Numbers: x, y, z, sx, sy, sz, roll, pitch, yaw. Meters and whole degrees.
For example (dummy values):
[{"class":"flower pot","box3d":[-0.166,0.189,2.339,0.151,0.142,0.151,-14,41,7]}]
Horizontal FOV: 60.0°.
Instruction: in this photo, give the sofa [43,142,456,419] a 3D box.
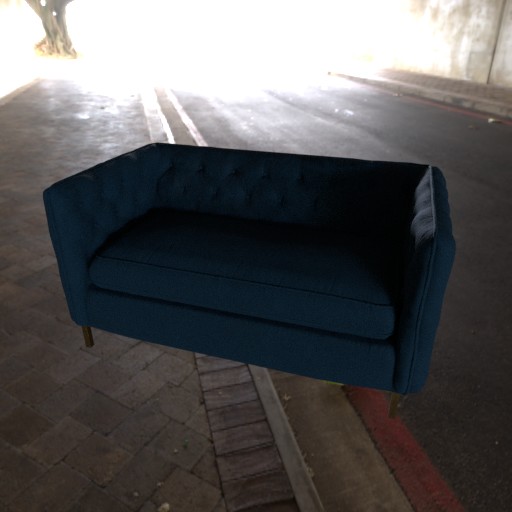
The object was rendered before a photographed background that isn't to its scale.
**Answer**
[{"class":"sofa","box3d":[0.000,0.000,2.085,1.583,0.810,0.909,8,28,16]}]
